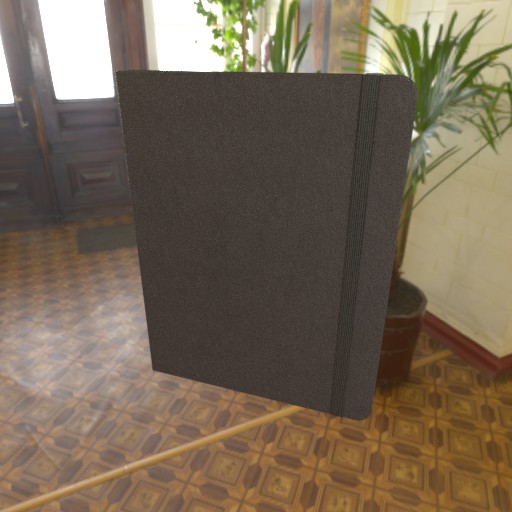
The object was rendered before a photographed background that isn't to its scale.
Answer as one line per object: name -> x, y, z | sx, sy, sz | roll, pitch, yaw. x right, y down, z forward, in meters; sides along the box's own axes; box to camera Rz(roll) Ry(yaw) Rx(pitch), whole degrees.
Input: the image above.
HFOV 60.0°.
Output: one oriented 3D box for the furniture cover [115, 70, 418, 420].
furniture cover -> 0.000, 0.000, 0.366 | 0.216, 0.281, 0.023 | 8, 26, 17
